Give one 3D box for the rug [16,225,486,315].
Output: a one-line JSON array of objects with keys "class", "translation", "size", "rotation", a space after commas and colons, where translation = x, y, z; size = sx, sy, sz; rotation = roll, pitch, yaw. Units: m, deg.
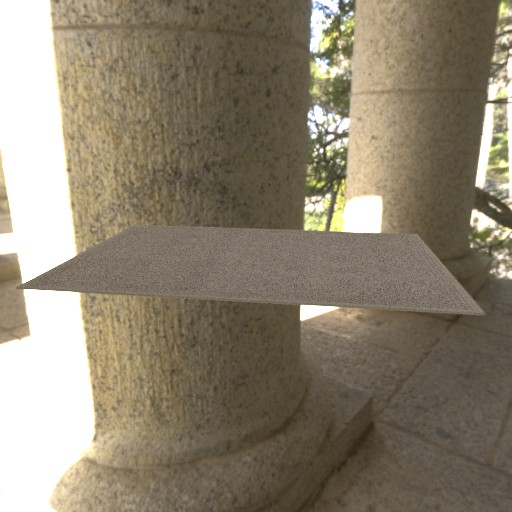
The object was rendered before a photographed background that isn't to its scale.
[{"class": "rug", "translation": [0.000, 0.000, 2.840], "size": [2.286, 0.011, 1.524], "rotation": [2, 17, 8]}]
